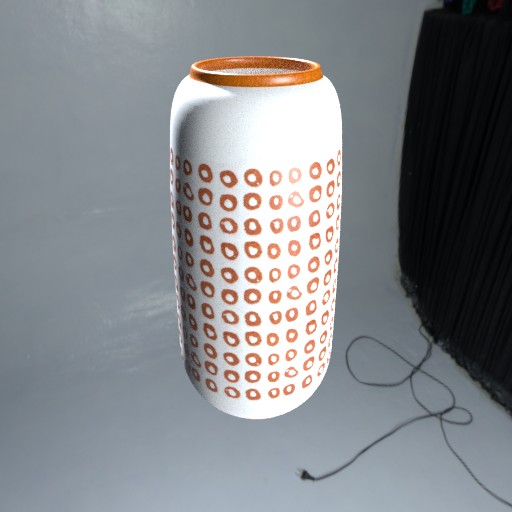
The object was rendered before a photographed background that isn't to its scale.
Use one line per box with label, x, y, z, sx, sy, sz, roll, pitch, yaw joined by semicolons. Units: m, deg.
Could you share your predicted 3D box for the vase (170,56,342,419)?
vase;0.000;0.000;0.352;0.133;0.282;0.133;0;31;0
